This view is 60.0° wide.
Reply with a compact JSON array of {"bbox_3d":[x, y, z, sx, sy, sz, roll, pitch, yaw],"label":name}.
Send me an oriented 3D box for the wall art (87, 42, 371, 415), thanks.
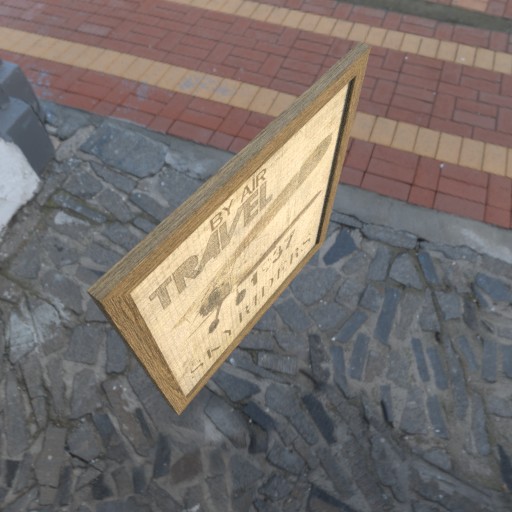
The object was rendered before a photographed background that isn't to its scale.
[{"bbox_3d":[0.000,0.000,0.746,0.019,0.508,0.508,34,64,19],"label":"wall art"}]
